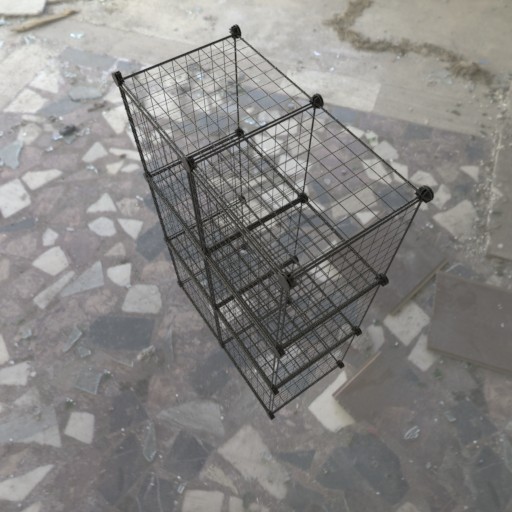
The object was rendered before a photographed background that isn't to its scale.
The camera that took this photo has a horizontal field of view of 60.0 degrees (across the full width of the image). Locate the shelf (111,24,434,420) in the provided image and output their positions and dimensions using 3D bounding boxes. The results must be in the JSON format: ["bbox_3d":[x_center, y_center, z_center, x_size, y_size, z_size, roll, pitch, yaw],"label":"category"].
[{"bbox_3d":[0.000,0.000,1.410,0.356,1.067,0.711,-31,63,-18],"label":"shelf"}]
